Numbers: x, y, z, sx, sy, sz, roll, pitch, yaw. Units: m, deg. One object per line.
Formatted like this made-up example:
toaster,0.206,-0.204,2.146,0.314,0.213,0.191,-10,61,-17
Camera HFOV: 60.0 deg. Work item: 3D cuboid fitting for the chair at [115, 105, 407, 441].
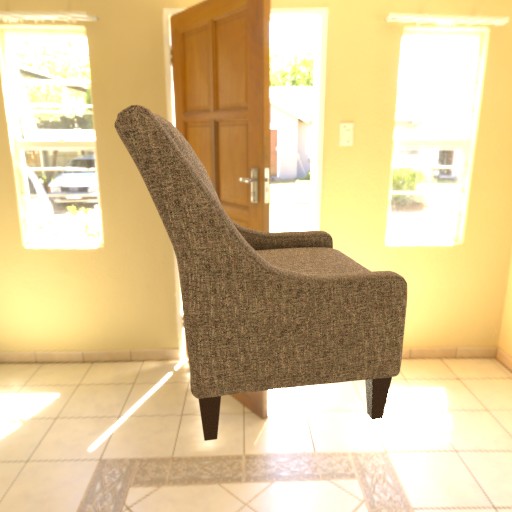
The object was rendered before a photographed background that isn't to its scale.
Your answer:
chair,0.000,0.000,1.658,0.870,1.014,0.774,-3,15,-11
